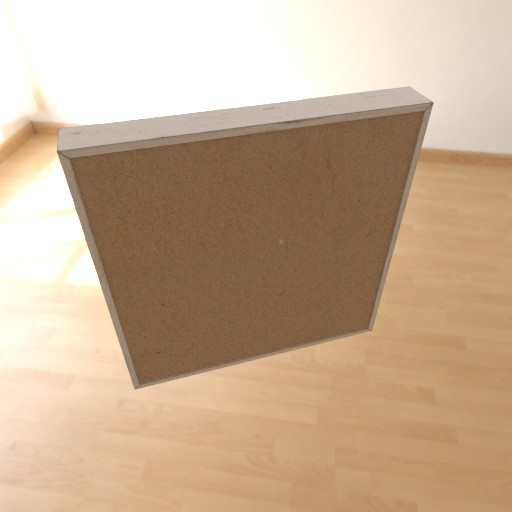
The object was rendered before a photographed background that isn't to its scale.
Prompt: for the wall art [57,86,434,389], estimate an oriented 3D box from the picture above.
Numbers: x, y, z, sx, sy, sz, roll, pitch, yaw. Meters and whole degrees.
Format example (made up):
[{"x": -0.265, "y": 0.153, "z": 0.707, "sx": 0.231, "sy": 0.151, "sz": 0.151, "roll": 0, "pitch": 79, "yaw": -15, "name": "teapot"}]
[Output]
[{"x": 0.000, "y": 0.000, "z": 0.460, "sx": 0.305, "sy": 0.305, "sz": 0.038, "roll": -11, "pitch": 43, "yaw": -12, "name": "wall art"}]
